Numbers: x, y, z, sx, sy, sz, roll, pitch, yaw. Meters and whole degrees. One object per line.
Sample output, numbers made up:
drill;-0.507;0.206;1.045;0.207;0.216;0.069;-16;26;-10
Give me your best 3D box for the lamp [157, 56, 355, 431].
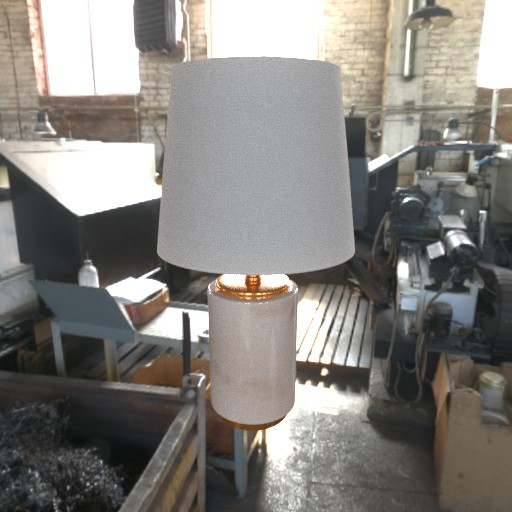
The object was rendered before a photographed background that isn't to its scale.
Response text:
lamp;0.000;0.000;0.437;0.189;0.340;0.189;0;15;0
